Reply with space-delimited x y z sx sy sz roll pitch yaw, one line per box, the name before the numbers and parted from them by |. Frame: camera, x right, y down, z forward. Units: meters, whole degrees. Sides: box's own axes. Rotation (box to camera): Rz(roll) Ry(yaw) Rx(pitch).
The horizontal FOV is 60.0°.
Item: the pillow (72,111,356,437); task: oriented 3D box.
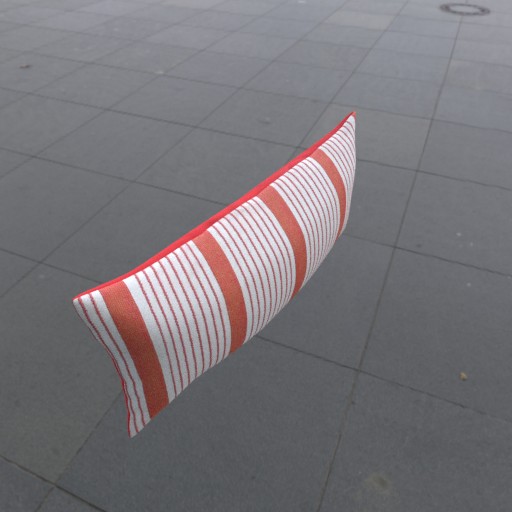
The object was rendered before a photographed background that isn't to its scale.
pillow | 0.000 0.000 0.734 0.151 0.297 0.608 27 48 27
